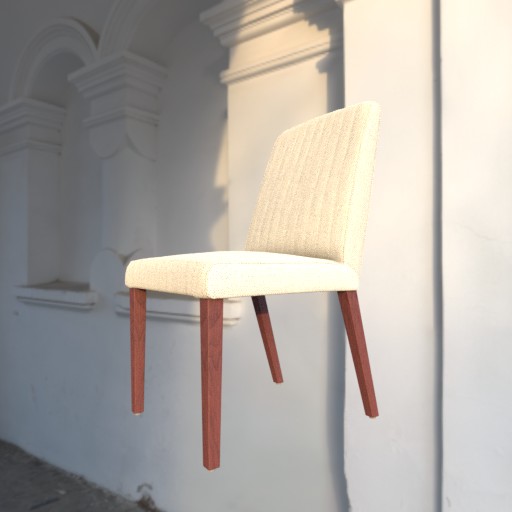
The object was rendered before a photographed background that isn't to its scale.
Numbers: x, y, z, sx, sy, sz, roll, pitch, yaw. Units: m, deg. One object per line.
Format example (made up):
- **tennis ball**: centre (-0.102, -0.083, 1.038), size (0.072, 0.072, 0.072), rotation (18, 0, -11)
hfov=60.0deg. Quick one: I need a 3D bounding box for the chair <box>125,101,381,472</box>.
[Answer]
- **chair**: centre (0.000, 0.000, 1.254), size (0.594, 0.900, 0.480), rotation (0, 0, -36)
